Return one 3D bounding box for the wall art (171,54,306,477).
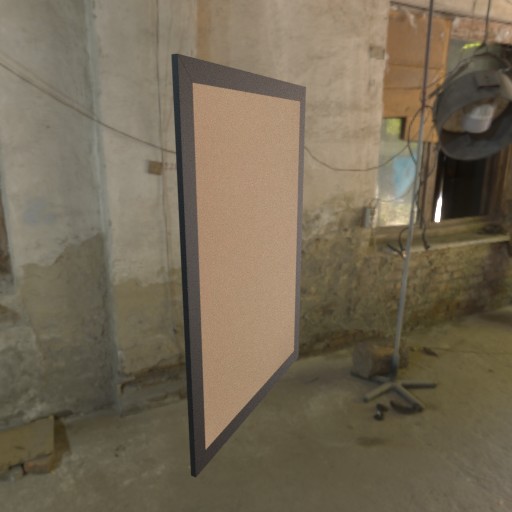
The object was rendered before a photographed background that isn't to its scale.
[{"bbox_3d":[0.000,0.000,0.696,0.008,0.530,0.379,8,17,26],"label":"wall art"}]
